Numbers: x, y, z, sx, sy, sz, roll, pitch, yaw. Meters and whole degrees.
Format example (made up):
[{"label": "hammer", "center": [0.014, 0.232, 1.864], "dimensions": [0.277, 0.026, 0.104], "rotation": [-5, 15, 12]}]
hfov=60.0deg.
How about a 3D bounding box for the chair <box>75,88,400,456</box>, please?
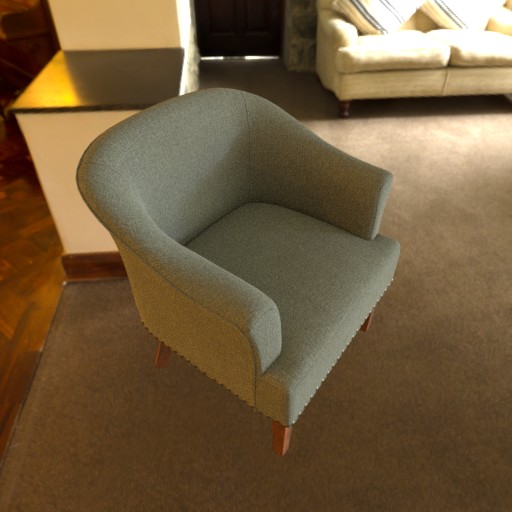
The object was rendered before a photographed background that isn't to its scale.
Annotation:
[{"label": "chair", "center": [0.000, 0.000, 1.383], "dimensions": [0.704, 0.815, 0.798], "rotation": [24, 46, 26]}]
